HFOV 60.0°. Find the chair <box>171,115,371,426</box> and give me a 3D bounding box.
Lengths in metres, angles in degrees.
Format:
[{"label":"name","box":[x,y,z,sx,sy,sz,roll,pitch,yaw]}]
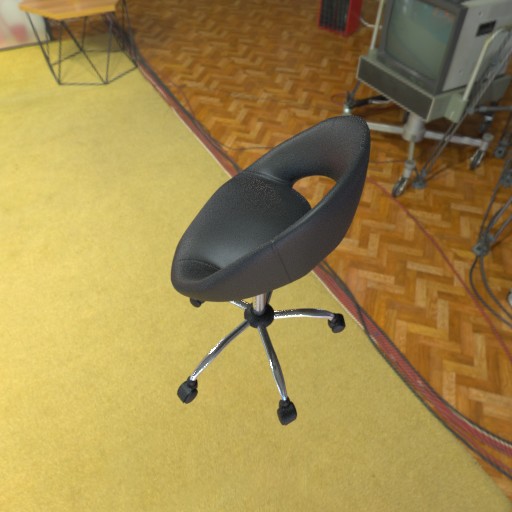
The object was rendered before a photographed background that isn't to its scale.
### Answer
[{"label":"chair","box":[0.000,0.000,1.196,0.538,0.791,0.612,17,49,15]}]
